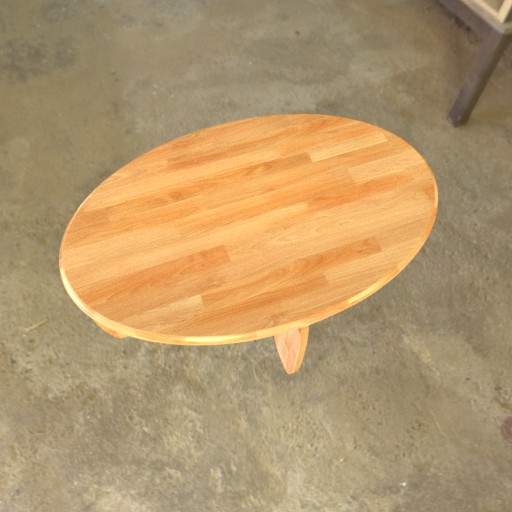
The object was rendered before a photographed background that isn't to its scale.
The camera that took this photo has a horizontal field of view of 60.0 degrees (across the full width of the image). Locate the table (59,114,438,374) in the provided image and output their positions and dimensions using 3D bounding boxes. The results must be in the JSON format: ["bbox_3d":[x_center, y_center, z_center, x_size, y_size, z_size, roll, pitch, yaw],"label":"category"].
[{"bbox_3d":[0.000,0.000,1.370,1.040,0.490,0.690,-18,61,-10],"label":"table"}]
